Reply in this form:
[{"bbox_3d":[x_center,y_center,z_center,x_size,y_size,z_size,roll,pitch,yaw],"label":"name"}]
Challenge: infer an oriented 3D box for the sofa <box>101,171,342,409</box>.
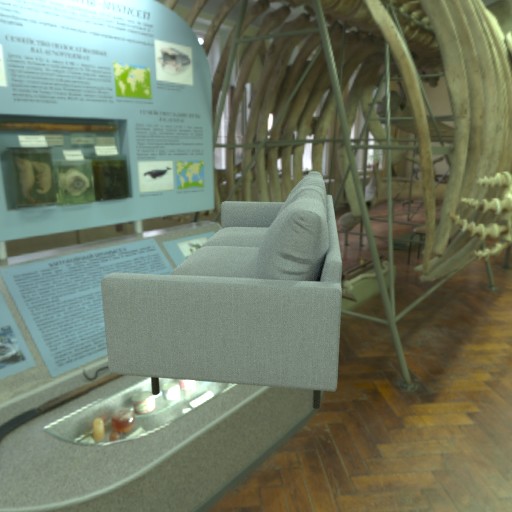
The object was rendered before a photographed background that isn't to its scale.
[{"bbox_3d":[0.000,0.000,2.471,0.850,0.830,2.000,2,15,8],"label":"sofa"}]
